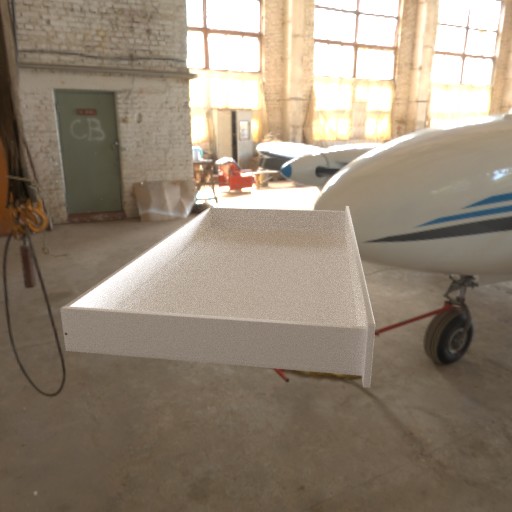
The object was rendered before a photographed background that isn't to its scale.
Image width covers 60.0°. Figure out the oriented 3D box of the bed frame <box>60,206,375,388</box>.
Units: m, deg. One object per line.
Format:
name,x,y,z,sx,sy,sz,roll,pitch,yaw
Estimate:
bed frame,0.000,0.000,1.531,0.670,0.141,1.300,3,17,9
